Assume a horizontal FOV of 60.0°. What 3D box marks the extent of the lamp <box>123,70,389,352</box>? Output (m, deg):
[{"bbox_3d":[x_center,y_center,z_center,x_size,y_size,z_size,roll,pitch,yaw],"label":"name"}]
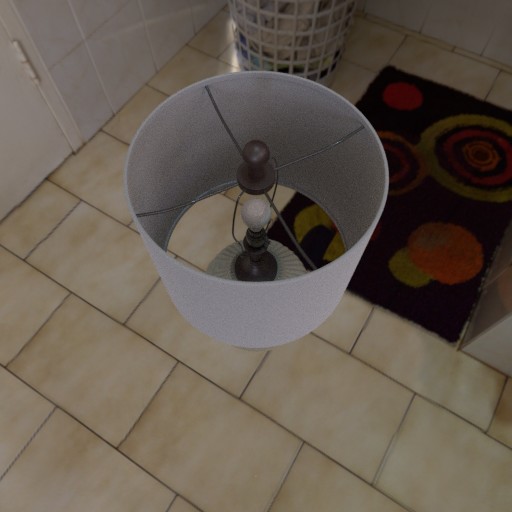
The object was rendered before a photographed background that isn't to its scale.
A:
[{"bbox_3d":[0.000,0.000,0.756,0.318,0.567,0.318,0,64,0],"label":"lamp"}]
